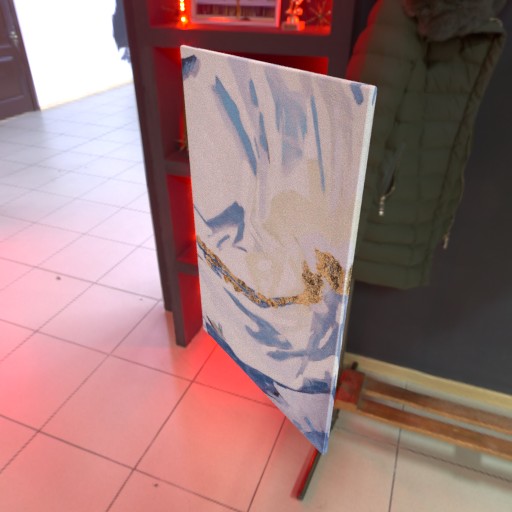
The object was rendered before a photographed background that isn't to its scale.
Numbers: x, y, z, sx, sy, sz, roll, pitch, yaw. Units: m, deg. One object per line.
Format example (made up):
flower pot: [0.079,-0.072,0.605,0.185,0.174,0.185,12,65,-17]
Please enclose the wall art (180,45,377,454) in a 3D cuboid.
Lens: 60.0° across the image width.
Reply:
wall art: [0.000,0.000,1.123,0.016,0.914,0.610,-21,38,-30]
